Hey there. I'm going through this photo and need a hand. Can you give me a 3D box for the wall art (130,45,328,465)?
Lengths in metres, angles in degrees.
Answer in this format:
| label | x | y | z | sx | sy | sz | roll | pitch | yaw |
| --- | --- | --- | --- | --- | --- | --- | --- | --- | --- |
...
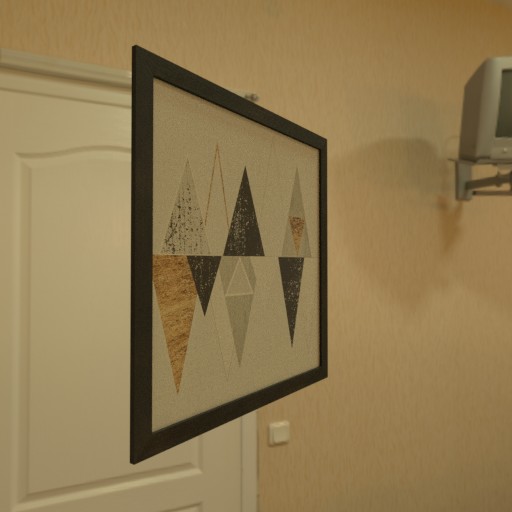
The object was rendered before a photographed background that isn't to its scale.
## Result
| label | x | y | z | sx | sy | sz | roll | pitch | yaw |
| --- | --- | --- | --- | --- | --- | --- | --- | --- | --- |
| wall art | 0.000 | 0.000 | 1.205 | 0.013 | 0.823 | 0.823 | -1 | -1 | 36 |
